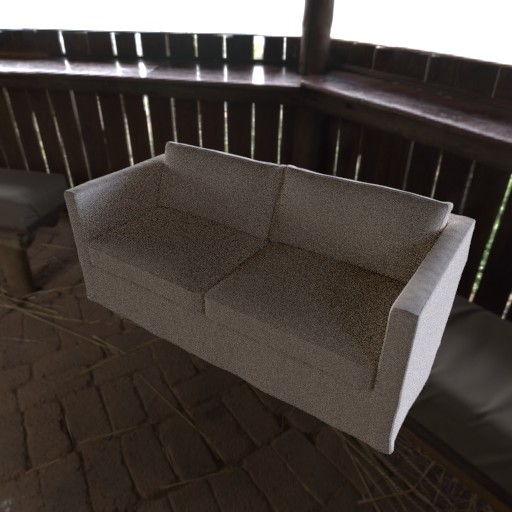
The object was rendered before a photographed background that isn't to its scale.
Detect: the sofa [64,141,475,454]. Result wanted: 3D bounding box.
[{"bbox_3d":[0.000,0.000,2.434,1.987,0.870,0.940,19,36,29],"label":"sofa"}]
